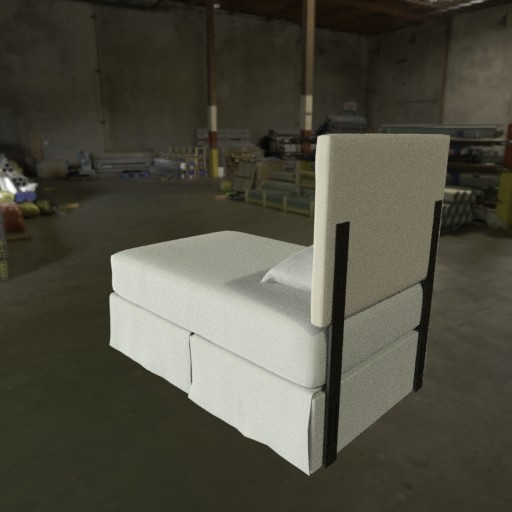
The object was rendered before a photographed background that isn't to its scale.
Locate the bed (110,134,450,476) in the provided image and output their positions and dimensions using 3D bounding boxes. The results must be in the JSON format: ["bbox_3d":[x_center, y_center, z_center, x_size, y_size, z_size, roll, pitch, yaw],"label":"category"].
[{"bbox_3d":[0.000,0.000,2.968,1.261,1.571,1.997,-15,21,-43],"label":"bed"}]
